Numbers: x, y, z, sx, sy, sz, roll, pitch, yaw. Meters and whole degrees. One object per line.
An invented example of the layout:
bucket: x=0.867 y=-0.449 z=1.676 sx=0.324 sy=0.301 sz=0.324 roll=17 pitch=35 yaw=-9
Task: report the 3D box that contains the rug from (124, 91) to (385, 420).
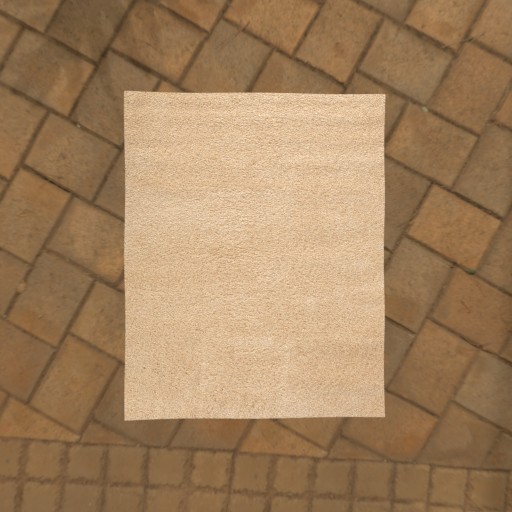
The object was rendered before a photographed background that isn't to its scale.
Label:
rug: x=0.000 y=0.000 z=4.082 sx=2.400 sy=0.025 sz=3.000 roll=0 pitch=90 yaw=-2
